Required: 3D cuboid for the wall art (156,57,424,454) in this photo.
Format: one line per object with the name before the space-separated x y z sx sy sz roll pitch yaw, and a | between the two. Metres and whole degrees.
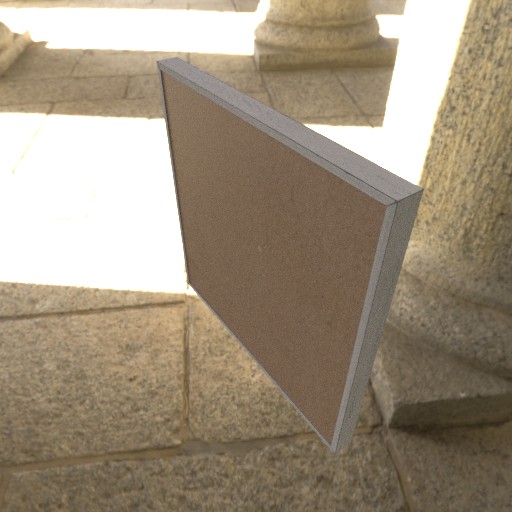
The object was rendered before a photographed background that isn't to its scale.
wall art | 0.000 0.000 0.745 0.038 0.508 0.508 -25 47 -26
